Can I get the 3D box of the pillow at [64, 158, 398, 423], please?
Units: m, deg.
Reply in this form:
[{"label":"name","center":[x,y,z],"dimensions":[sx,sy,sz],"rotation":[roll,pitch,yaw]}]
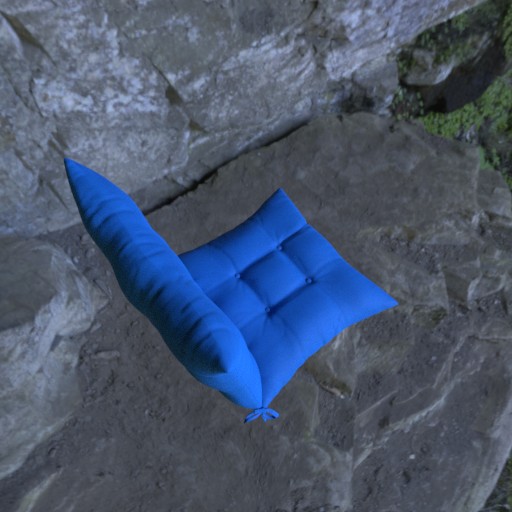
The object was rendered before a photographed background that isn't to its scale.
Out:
[{"label":"pillow","center":[0.000,0.000,1.010],"dimensions":[0.585,0.536,0.541],"rotation":[-34,64,-19]}]
